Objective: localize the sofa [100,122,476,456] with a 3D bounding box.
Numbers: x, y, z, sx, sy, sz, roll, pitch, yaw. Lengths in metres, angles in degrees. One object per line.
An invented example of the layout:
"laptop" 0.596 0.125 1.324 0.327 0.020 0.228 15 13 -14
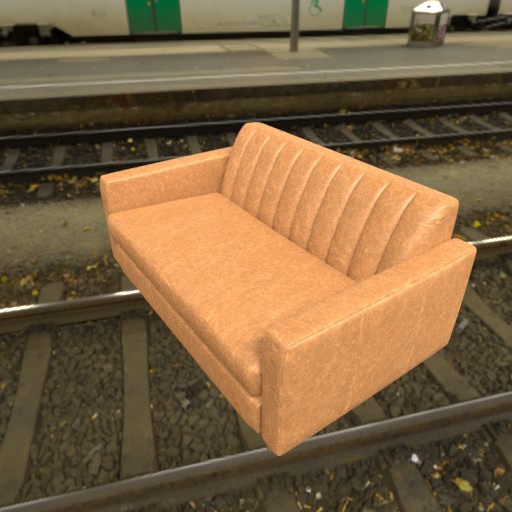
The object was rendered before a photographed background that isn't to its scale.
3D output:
"sofa" 0.000 0.000 2.063 0.960 0.820 1.549 -21 38 -29
